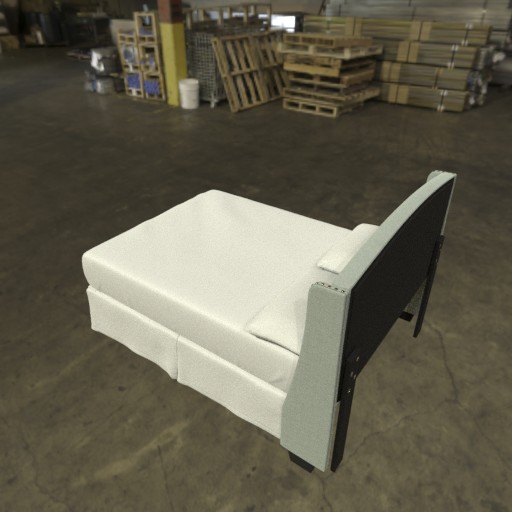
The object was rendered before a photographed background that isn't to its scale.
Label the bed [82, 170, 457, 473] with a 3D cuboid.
[{"bbox_3d":[0.000,0.000,3.308,2.237,1.407,1.710,21,37,30],"label":"bed"}]
